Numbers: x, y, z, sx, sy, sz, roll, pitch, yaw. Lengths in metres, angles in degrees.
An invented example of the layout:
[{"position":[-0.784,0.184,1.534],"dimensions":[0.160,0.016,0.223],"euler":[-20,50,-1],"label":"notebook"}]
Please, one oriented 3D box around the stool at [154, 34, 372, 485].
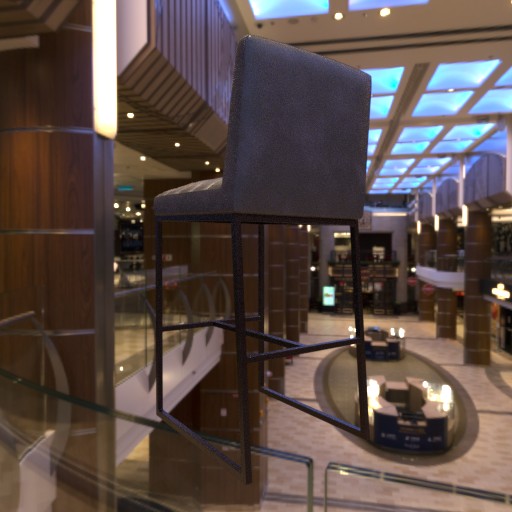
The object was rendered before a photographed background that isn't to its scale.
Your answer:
[{"position":[0.000,0.000,1.377],"dimensions":[0.463,1.065,0.562],"euler":[-1,1,-35],"label":"stool"}]
